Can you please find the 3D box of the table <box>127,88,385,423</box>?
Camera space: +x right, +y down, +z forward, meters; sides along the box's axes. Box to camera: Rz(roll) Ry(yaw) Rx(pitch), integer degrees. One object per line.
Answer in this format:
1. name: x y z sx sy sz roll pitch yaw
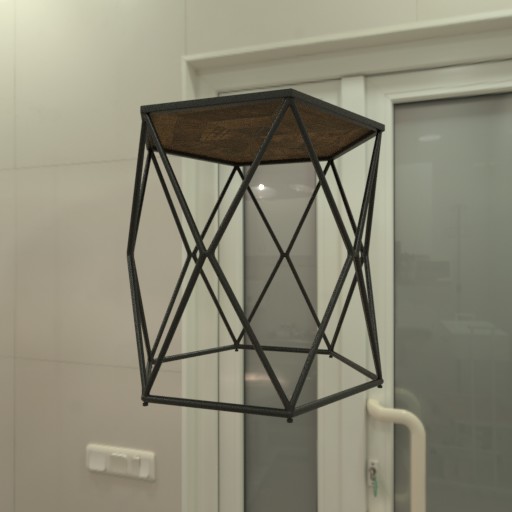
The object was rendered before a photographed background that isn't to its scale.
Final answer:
1. table: 0.000 0.000 1.034 0.578 0.564 0.579 0 0 17
